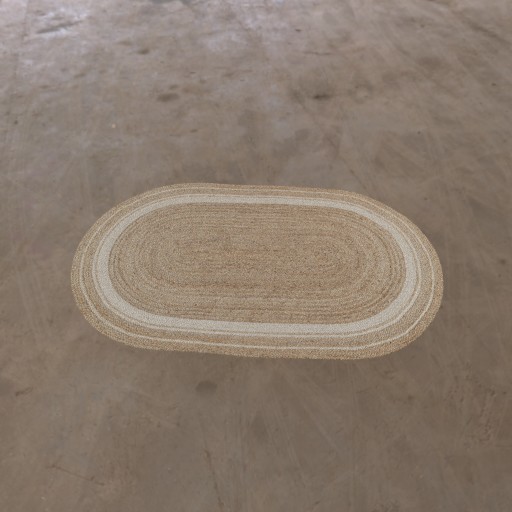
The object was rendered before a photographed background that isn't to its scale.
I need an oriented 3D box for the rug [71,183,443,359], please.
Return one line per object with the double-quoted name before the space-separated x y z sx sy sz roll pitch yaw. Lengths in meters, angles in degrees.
"rug" 0.000 0.000 2.965 2.432 0.006 1.520 3 47 3
